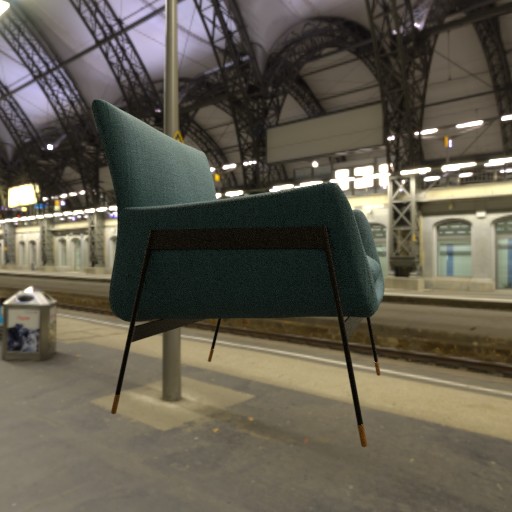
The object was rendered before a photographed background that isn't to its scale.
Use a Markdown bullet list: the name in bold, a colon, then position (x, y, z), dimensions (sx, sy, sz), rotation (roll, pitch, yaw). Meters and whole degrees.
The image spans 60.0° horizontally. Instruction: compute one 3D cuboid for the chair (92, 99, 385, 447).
- **chair**: position (0.000, 0.000, 1.408), dimensions (0.769, 0.859, 0.678), rotation (0, 0, 18)
